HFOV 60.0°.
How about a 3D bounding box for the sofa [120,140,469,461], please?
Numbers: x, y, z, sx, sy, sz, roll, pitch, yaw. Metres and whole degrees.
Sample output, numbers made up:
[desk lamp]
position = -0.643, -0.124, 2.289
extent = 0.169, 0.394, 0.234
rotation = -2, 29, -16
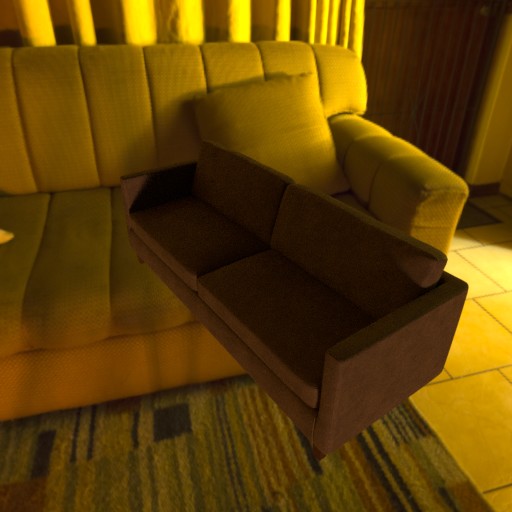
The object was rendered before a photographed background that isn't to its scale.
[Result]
[sofa]
position = 0.000, 0.000, 2.966
extent = 0.951, 0.965, 2.434
rotation = -21, 38, -30
